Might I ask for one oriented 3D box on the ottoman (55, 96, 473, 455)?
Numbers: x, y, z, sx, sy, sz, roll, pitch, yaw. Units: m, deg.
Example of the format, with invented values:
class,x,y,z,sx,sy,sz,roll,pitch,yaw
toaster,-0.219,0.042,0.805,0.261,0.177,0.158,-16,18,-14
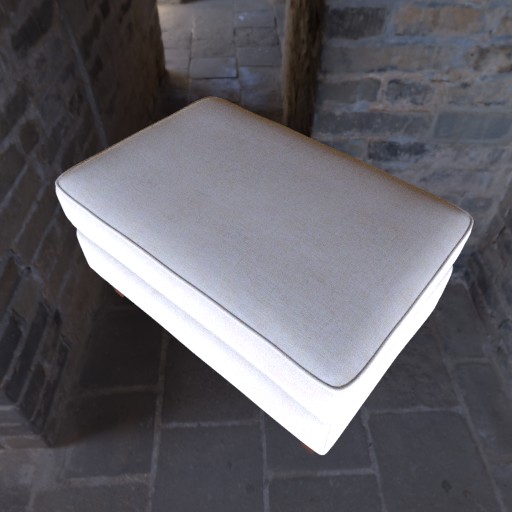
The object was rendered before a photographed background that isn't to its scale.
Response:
class,x,y,z,sx,sy,sz,roll,pitch,yaw
ottoman,0.000,0.000,1.189,0.862,0.484,0.583,32,56,26
